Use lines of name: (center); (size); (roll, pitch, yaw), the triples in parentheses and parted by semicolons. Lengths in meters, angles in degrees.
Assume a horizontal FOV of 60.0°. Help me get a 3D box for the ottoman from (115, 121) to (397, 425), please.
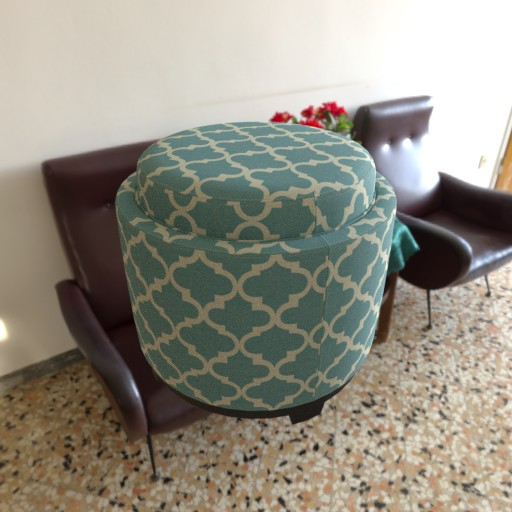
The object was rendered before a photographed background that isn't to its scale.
ottoman: (0.000, 0.000, 0.843); (0.480, 0.429, 0.480); (0, 31, 0)
